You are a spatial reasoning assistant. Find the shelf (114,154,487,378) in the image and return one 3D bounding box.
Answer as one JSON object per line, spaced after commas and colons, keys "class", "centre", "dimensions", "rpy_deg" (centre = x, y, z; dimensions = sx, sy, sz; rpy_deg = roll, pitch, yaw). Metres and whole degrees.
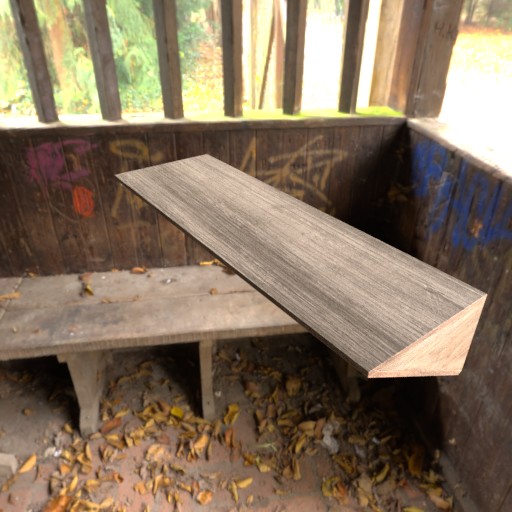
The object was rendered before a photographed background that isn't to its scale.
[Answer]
{"class": "shelf", "centre": [0.000, 0.000, 0.692], "dimensions": [0.200, 0.125, 0.610], "rpy_deg": [-21, 37, -31]}
